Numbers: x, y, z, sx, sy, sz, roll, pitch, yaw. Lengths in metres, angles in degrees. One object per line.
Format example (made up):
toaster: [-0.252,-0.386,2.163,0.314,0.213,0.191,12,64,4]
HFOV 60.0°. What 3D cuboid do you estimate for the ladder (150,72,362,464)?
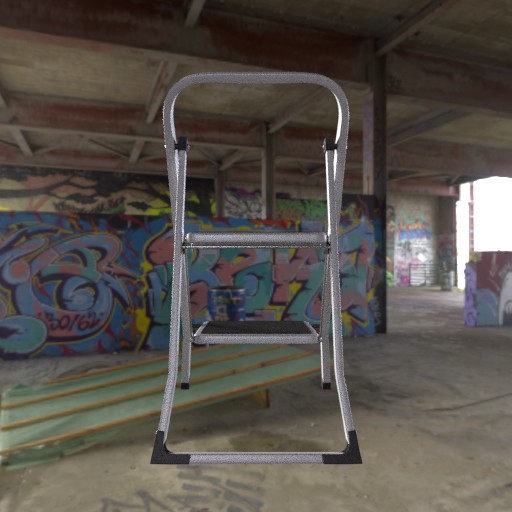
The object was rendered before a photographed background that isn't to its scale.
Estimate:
ladder: [0.000,0.000,1.120,0.460,0.810,0.544,0,0,0]
